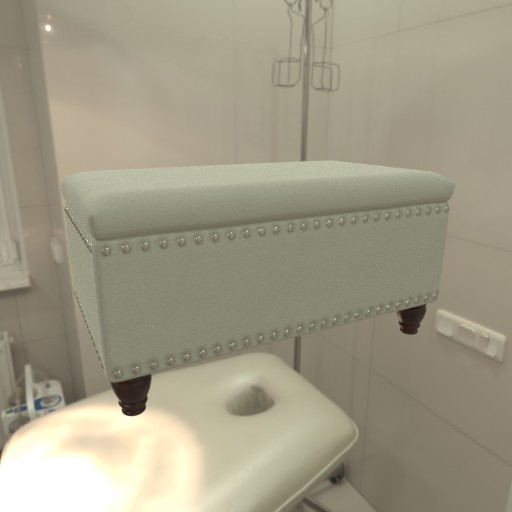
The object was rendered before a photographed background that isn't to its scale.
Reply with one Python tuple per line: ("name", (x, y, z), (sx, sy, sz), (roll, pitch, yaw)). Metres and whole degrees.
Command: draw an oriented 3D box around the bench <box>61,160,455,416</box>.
("bench", (0.000, 0.000, 1.187), (0.887, 0.449, 0.500), (-9, 19, -27))
